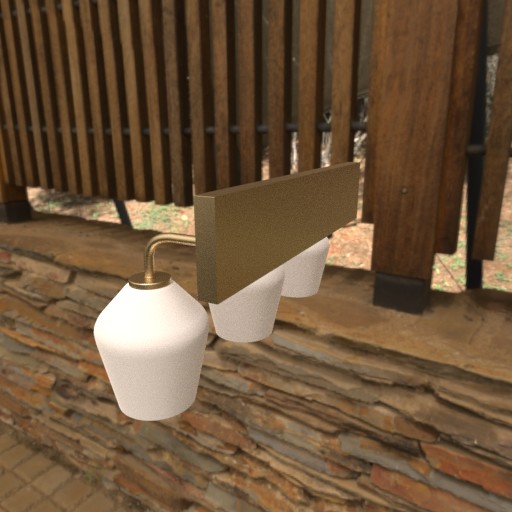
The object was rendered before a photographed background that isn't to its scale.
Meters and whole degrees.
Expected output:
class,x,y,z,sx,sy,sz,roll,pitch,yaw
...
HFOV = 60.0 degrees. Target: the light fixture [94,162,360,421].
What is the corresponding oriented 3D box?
class,x,y,z,sx,sy,sz,roll,pitch,yaw
light fixture,0.000,0.000,0.740,0.190,0.280,0.609,8,18,27
